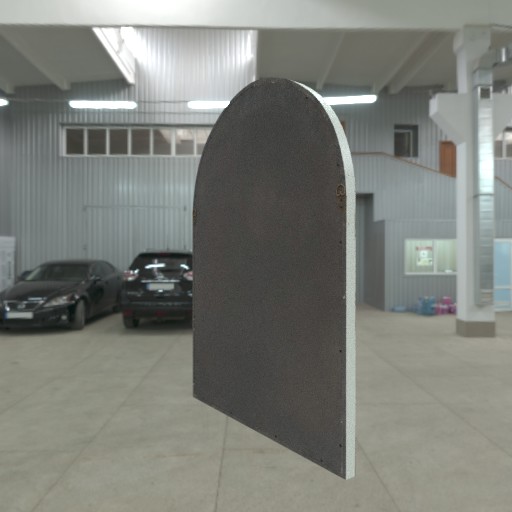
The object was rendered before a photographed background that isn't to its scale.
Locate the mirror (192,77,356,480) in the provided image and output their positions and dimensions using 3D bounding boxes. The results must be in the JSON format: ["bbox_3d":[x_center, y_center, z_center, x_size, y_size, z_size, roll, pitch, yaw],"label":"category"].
[{"bbox_3d":[0.000,0.000,1.184,0.032,0.920,0.660,0,0,-36],"label":"mirror"}]
